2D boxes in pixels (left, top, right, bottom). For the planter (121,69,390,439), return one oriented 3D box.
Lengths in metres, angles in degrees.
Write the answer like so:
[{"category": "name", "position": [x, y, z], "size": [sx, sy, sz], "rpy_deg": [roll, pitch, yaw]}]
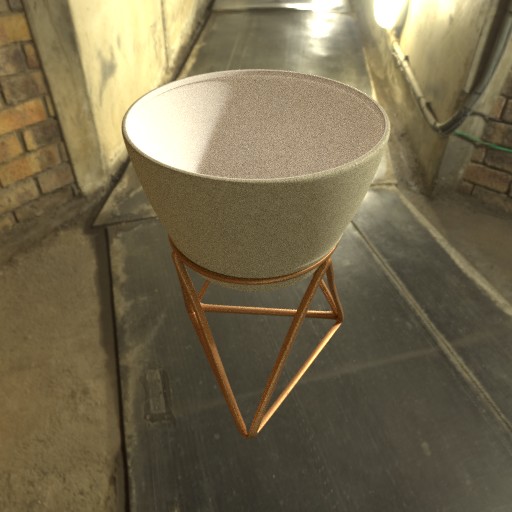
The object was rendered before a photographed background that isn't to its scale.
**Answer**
[{"category": "planter", "position": [0.000, 0.000, 0.754], "size": [0.350, 0.504, 0.350], "rpy_deg": [25, 47, 26]}]
